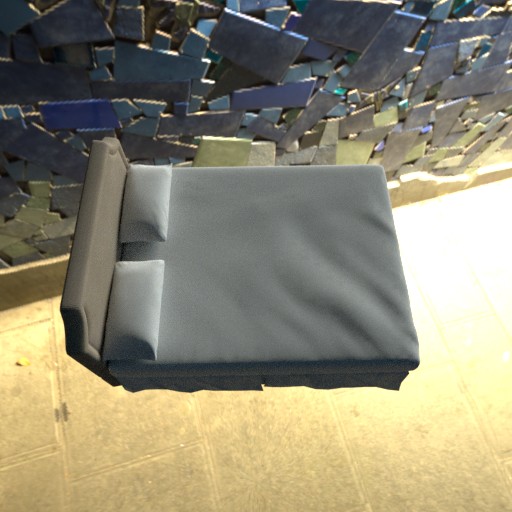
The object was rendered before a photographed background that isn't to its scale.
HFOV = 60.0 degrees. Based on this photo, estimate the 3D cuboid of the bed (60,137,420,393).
[{"bbox_3d":[0.000,0.000,3.635,2.498,1.293,1.977,-1,63,-1],"label":"bed"}]
